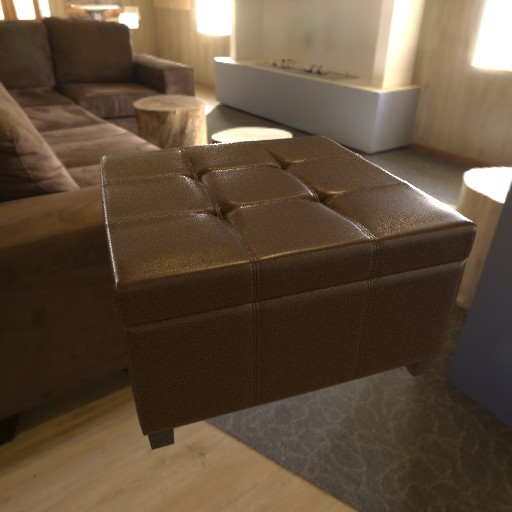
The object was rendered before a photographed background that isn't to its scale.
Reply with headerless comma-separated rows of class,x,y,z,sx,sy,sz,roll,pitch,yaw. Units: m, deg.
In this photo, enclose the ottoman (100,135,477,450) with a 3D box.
ottoman,0.000,0.000,1.286,0.787,0.460,0.788,-10,32,-16
